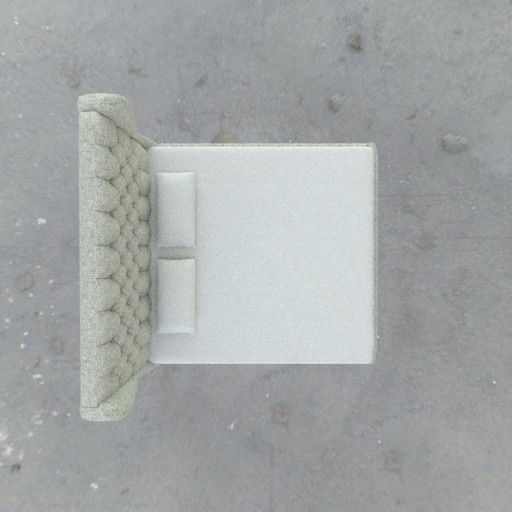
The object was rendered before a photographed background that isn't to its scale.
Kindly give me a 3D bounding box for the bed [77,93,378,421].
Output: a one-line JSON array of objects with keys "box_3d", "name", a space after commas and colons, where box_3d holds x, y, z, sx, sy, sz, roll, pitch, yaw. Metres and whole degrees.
[{"box_3d": [0.000, 0.000, 3.772, 2.347, 1.771, 2.219, 0, 91, 0], "name": "bed"}]
